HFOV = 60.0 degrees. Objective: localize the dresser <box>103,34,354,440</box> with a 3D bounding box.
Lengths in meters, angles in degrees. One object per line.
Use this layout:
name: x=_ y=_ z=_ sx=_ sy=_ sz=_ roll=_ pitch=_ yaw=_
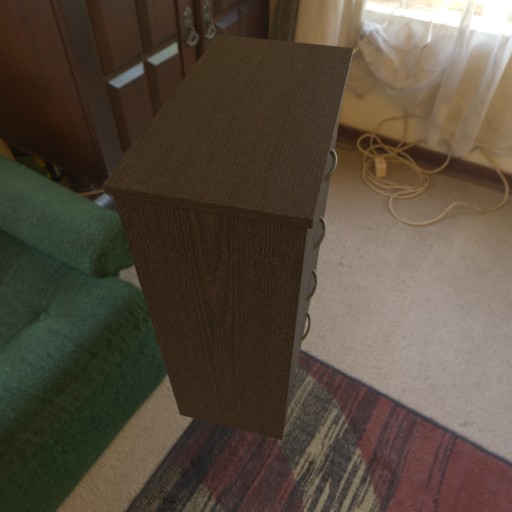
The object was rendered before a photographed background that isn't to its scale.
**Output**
dresser: x=0.000 y=0.000 z=1.376 sx=0.399 sy=1.020 sz=0.704 roll=10 pitch=48 yaw=9
